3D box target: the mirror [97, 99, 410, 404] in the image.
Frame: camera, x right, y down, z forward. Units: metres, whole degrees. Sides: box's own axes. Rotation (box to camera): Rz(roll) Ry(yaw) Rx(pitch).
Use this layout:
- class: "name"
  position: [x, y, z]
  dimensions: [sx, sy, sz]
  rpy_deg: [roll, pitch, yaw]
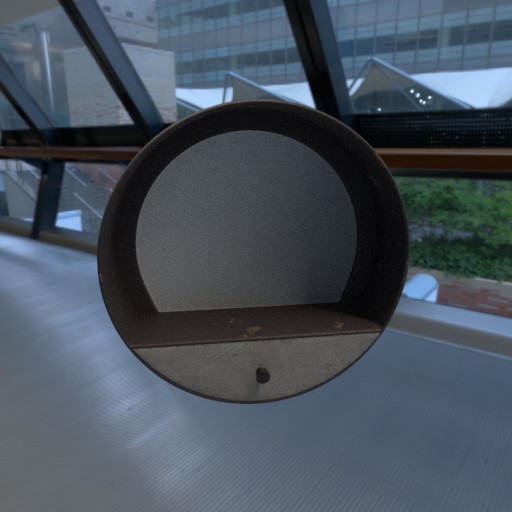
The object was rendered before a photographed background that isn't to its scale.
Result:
- class: "mirror"
  position: [0.000, 0.000, 0.585]
  dimensions: [0.386, 0.386, 0.126]
  rpy_deg: [-2, 16, -8]
